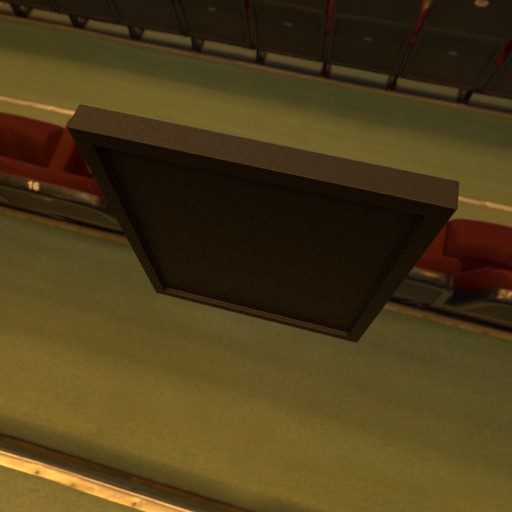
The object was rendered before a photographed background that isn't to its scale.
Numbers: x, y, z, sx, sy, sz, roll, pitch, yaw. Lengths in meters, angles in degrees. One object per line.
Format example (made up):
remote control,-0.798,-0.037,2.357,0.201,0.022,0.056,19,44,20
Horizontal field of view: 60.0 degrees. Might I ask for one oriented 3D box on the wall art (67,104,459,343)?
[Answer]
wall art,0.000,0.000,0.536,0.328,0.381,0.028,13,64,7
